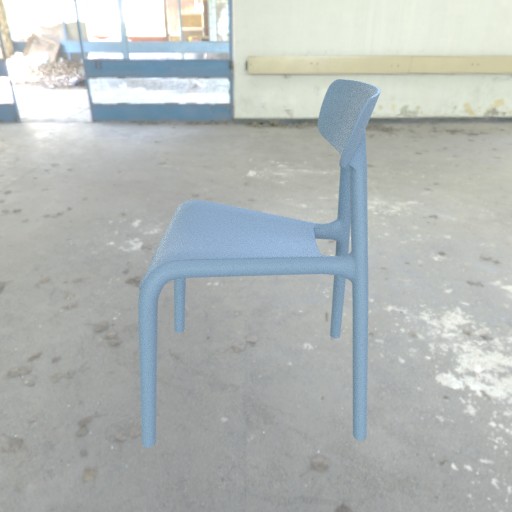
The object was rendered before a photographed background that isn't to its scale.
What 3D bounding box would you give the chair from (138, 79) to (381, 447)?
[{"bbox_3d":[0.000,0.000,0.804,0.401,0.580,0.356,0,27,0],"label":"chair"}]
